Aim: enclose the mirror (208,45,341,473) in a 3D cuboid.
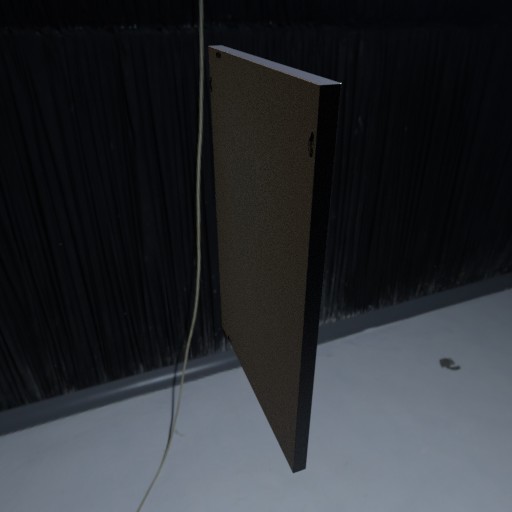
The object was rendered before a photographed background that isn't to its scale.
[{"bbox_3d":[0.000,0.000,1.122,0.040,0.915,0.609,-11,32,-18],"label":"mirror"}]
